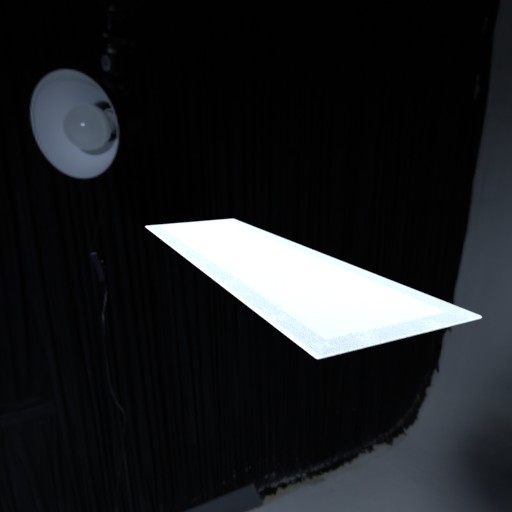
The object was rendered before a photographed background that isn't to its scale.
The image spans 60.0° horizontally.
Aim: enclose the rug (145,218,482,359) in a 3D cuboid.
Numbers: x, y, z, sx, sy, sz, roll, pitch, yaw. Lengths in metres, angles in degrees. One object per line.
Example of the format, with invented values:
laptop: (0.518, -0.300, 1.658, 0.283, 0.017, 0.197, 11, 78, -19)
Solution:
rug: (0.000, 0.000, 2.599, 0.759, 0.012, 2.430, -7, 16, -25)
